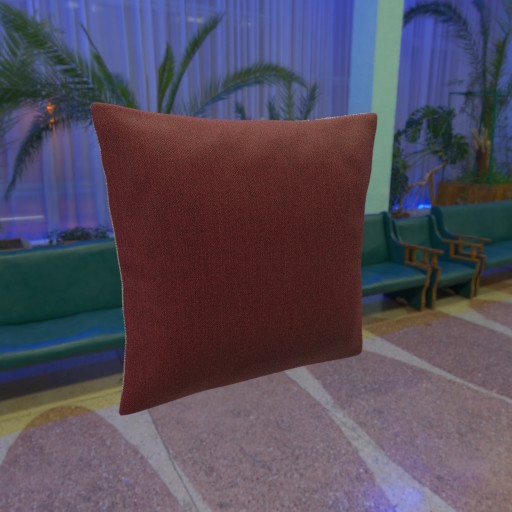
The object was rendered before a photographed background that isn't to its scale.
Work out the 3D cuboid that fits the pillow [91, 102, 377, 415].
[{"bbox_3d":[0.000,0.000,0.785,0.513,0.497,0.166,-7,16,-25],"label":"pillow"}]
